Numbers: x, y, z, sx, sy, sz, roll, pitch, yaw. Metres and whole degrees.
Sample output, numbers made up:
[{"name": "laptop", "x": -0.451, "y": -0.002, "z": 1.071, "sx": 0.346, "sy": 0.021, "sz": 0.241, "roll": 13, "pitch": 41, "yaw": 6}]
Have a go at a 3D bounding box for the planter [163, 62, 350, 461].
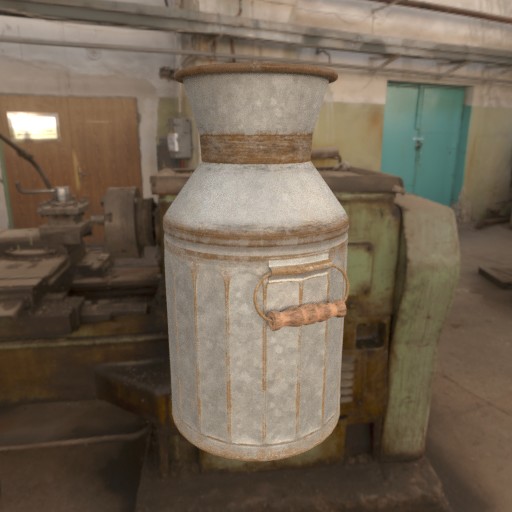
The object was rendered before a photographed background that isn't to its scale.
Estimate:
[{"name": "planter", "x": 0.000, "y": 0.000, "z": 0.519, "sx": 0.214, "sy": 0.396, "sz": 0.245, "roll": -7, "pitch": 17, "yaw": -24}]
